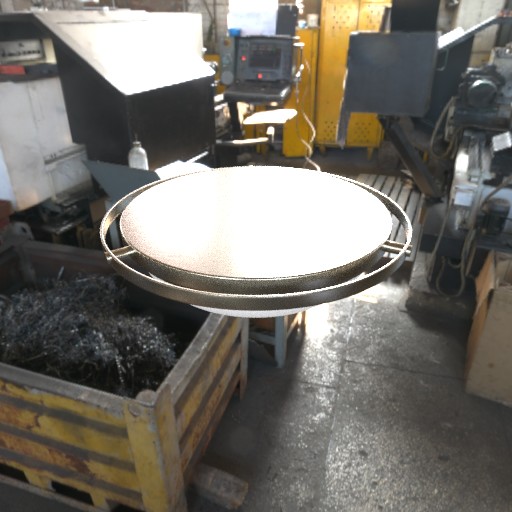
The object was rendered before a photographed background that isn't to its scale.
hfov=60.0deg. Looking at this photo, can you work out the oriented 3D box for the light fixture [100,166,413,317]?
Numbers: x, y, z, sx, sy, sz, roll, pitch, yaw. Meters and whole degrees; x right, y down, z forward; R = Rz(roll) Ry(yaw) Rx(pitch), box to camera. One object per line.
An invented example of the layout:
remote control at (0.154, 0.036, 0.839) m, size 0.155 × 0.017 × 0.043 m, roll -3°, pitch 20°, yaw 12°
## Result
light fixture at (0.000, 0.000, 0.565) m, size 0.361 × 0.130 × 0.361 m, roll 0°, pitch 29°, yaw 0°
